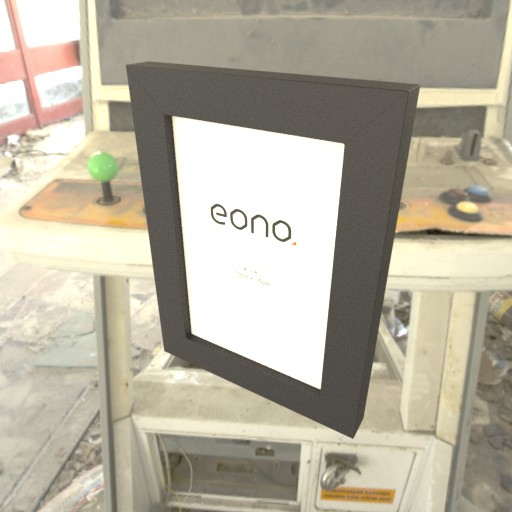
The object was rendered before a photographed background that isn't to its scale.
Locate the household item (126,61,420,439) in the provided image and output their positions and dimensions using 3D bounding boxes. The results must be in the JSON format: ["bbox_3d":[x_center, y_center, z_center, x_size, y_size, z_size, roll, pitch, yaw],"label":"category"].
[{"bbox_3d":[0.000,0.000,0.230,0.133,0.178,0.022,17,34,27],"label":"household item"}]
